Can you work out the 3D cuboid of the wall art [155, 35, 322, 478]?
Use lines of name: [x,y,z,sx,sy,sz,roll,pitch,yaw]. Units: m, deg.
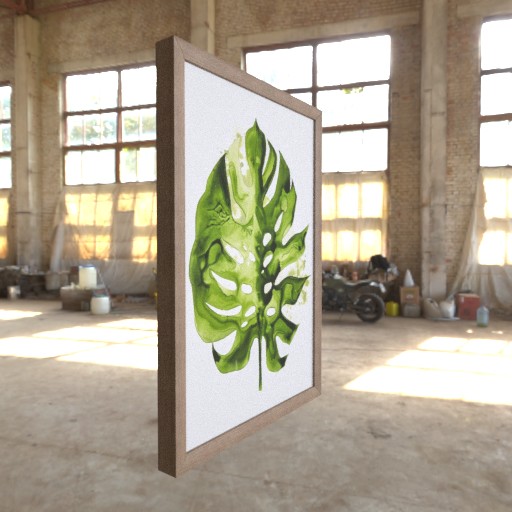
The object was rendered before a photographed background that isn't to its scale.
wall art: [0.000,0.000,0.660,0.031,0.509,0.356,1,2,36]
